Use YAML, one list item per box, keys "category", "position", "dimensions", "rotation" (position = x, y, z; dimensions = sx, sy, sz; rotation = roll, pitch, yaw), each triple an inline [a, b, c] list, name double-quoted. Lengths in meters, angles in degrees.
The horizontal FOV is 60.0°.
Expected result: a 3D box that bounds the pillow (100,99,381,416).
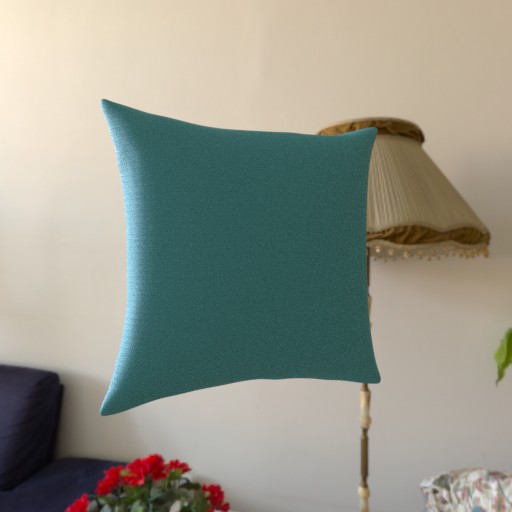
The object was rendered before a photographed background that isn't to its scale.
- category: "pillow"
  position: [0.000, 0.000, 0.775]
  dimensions: [0.514, 0.497, 0.150]
  rotation: [0, 0, -20]
